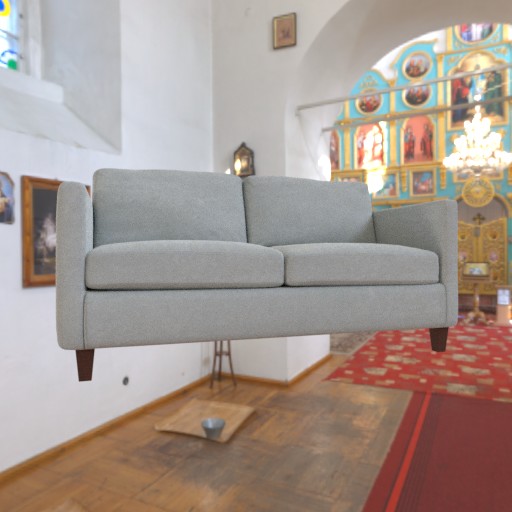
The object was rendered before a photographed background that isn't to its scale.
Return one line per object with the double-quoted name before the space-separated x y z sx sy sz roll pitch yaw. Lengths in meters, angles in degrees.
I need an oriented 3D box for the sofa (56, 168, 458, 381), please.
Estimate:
"sofa" 0.000 0.000 2.368 1.884 0.963 0.950 0 0 -18
